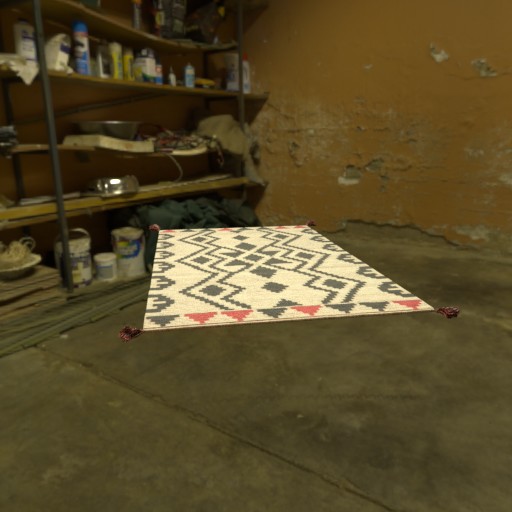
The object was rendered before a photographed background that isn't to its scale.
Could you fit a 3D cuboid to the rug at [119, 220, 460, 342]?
[{"bbox_3d":[0.000,0.000,3.390,1.741,0.066,2.672,-3,15,-10],"label":"rug"}]
